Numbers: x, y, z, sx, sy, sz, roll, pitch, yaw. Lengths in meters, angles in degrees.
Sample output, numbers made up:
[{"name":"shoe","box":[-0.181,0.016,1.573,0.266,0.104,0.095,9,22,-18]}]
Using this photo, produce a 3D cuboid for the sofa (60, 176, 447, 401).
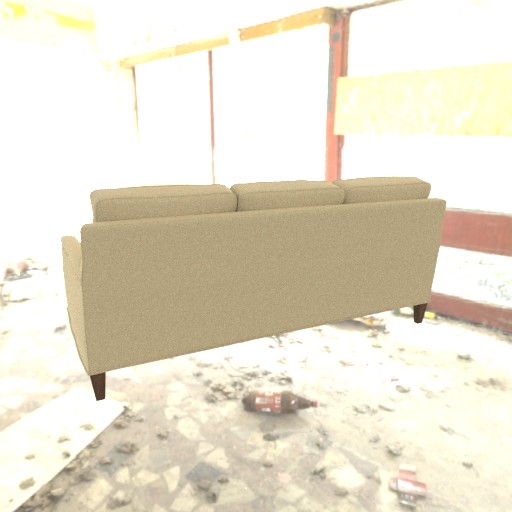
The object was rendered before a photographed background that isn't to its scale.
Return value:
[{"name":"sofa","box":[0.000,0.000,2.839,2.246,1.003,1.084,-7,16,-26]}]
